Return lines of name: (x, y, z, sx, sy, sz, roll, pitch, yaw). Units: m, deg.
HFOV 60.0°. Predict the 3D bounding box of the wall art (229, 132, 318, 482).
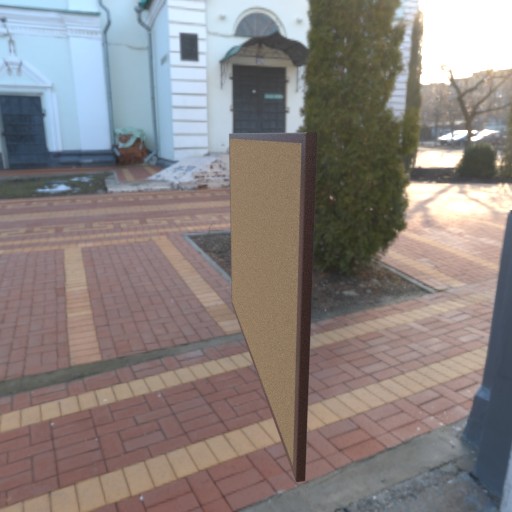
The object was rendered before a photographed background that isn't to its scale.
wall art: (0.000, 0.000, 0.852, 0.014, 0.455, 0.660, -3, 16, -10)
